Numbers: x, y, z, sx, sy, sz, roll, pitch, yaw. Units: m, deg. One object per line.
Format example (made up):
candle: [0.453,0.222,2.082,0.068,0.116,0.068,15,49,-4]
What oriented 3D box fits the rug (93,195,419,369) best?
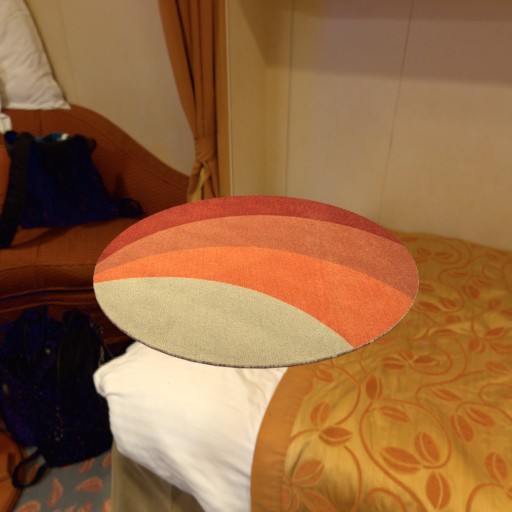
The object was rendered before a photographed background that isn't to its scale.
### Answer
rug: [0.000,0.000,2.163,1.514,0.015,1.514,0,30,0]
